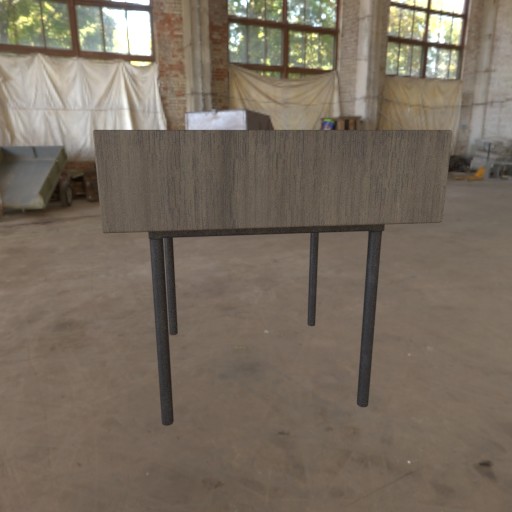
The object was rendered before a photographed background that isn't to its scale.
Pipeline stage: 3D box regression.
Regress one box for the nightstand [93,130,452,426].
[{"bbox_3d":[0.000,0.000,0.911,0.503,0.497,0.502,-2,16,-8],"label":"nightstand"}]
